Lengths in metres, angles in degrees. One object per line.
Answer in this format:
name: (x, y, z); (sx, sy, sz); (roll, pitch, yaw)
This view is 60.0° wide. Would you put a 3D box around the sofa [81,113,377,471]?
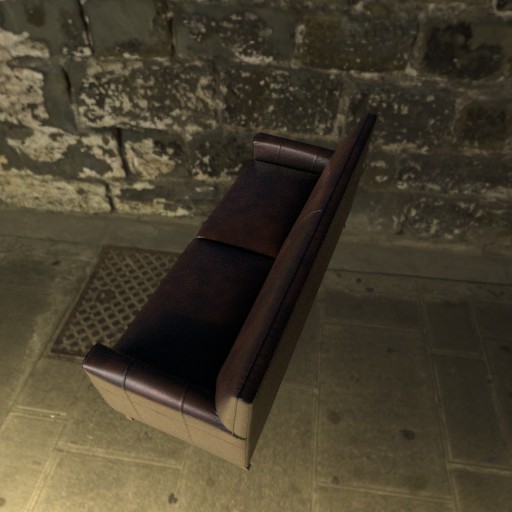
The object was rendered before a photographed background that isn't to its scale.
sofa: (0.000, 0.000, 2.448); (0.786, 0.871, 1.995); (16, 48, 15)
